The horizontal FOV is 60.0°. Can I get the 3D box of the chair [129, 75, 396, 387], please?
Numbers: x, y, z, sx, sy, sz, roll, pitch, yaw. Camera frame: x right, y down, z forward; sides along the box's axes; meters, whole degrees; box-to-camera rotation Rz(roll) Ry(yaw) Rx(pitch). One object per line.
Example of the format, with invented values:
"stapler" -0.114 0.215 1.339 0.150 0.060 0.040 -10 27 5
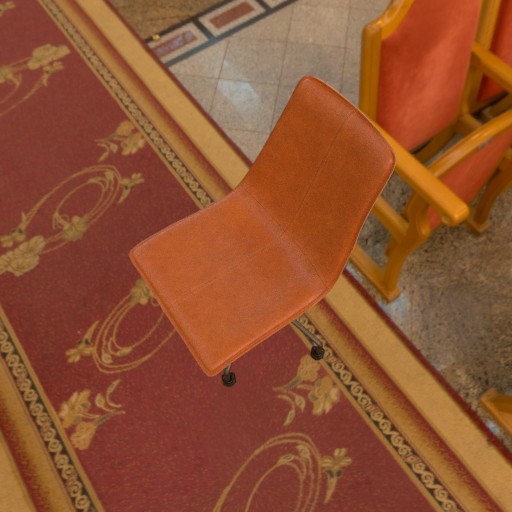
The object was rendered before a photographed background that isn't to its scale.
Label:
"chair" 0.000 0.000 1.397 0.660 0.920 0.651 -32 67 -15
